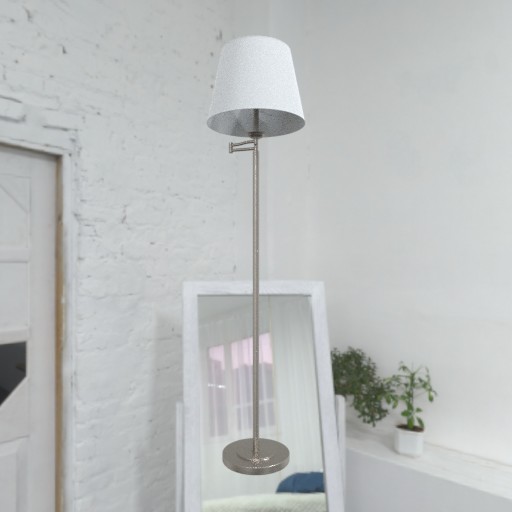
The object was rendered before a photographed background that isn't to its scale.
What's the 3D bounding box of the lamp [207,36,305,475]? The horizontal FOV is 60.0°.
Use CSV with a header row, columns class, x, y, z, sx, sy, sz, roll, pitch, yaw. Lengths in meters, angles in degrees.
class,x,y,z,sx,sy,sz,roll,pitch,yaw
lamp,0.000,0.000,1.609,0.355,1.473,0.355,0,0,0
